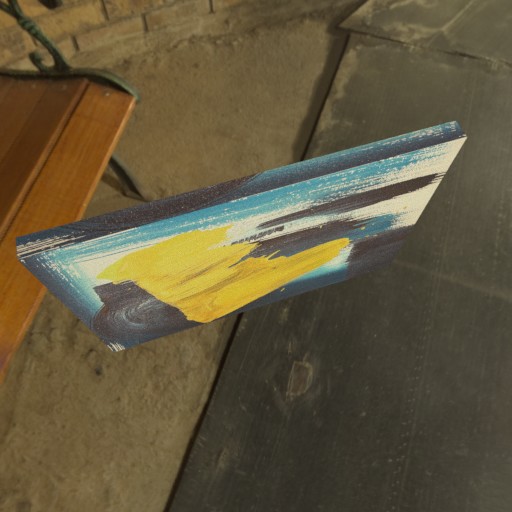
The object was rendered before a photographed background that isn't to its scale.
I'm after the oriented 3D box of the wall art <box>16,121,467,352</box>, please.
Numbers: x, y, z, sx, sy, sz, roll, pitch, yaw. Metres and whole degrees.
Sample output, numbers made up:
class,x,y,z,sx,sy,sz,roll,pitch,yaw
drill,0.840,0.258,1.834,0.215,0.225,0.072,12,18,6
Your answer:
class,x,y,z,sx,sy,sz,roll,pitch,yaw
wall art,0.000,0.000,0.758,0.609,0.406,0.033,-16,64,-8
